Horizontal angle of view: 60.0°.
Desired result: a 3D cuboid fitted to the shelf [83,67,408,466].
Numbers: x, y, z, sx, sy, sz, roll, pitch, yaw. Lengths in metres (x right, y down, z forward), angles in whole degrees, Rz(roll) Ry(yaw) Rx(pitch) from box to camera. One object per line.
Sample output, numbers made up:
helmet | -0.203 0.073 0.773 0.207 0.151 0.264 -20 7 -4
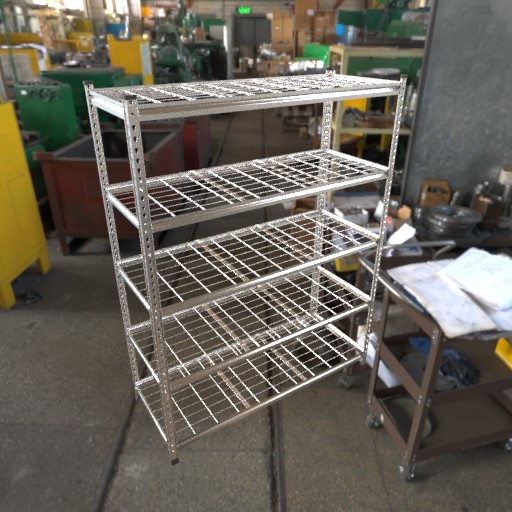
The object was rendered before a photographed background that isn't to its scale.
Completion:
shelf | 0.000 0.000 2.643 1.524 1.981 0.610 -16 31 -29
